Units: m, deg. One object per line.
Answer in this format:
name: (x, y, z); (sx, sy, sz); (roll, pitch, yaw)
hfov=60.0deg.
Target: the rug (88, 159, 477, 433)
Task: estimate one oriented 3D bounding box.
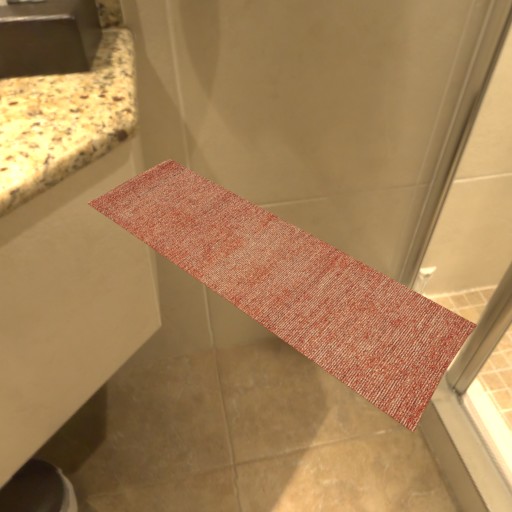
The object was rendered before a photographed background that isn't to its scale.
rug: (0.000, 0.000, 2.578); (2.353, 0.013, 0.718); (31, 53, 28)
